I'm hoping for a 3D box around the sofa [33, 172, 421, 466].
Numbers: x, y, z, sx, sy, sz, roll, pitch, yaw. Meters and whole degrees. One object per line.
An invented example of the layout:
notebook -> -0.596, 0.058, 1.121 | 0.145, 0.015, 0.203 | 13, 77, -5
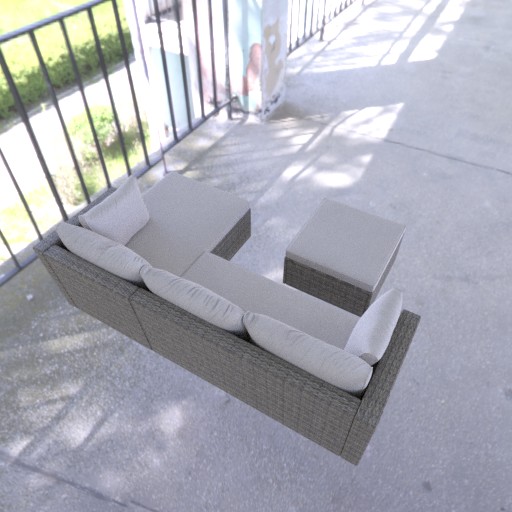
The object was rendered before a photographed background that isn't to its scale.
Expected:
sofa -> 0.000, 0.000, 2.982 | 2.192, 0.766, 1.662 | 23, 51, 20
